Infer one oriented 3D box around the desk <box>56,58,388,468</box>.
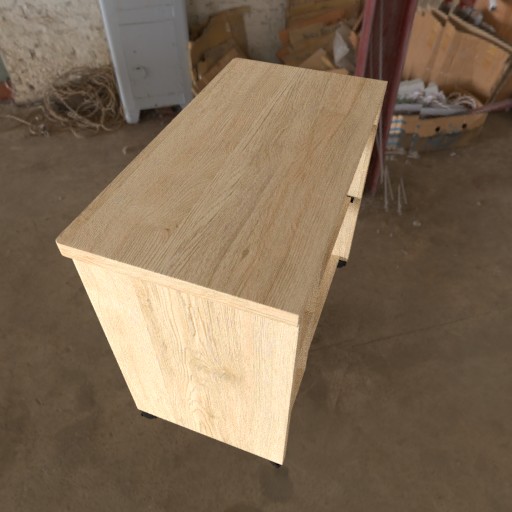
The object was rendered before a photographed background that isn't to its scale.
[{"bbox_3d":[0.000,0.000,1.330,0.480,0.770,0.885,15,48,14],"label":"desk"}]
